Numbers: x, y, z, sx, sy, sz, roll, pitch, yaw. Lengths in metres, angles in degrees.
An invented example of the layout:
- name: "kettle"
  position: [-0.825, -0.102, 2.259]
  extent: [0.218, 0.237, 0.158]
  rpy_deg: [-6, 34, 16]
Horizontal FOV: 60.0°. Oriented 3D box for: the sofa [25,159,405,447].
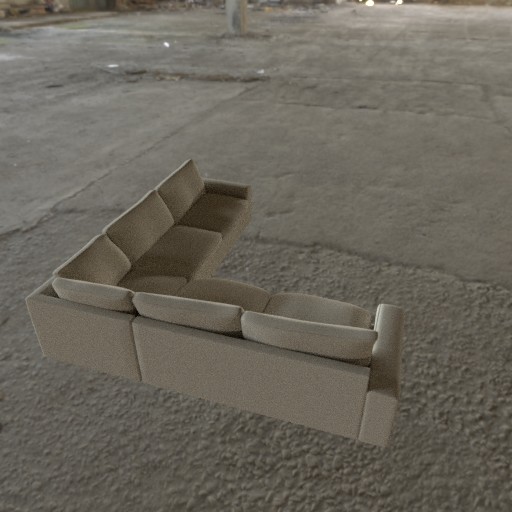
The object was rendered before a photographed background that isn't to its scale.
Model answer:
- name: "sofa"
  position: [0.000, 0.000, 4.729]
  extent: [3.066, 0.918, 3.206]
  rpy_deg: [10, 33, 15]
